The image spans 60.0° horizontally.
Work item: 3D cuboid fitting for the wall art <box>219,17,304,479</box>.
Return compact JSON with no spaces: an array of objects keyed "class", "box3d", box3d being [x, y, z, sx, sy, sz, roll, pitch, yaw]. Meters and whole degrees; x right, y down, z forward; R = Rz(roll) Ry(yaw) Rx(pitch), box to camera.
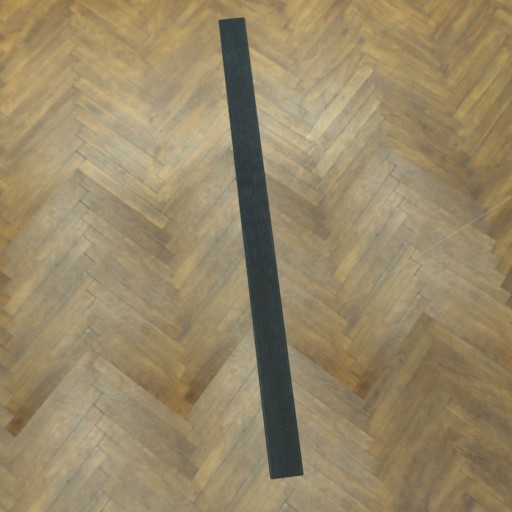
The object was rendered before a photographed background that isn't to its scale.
[{"class":"wall art","box3d":[0.000,0.000,0.764,0.038,0.409,0.610,-6,77,-1]}]
